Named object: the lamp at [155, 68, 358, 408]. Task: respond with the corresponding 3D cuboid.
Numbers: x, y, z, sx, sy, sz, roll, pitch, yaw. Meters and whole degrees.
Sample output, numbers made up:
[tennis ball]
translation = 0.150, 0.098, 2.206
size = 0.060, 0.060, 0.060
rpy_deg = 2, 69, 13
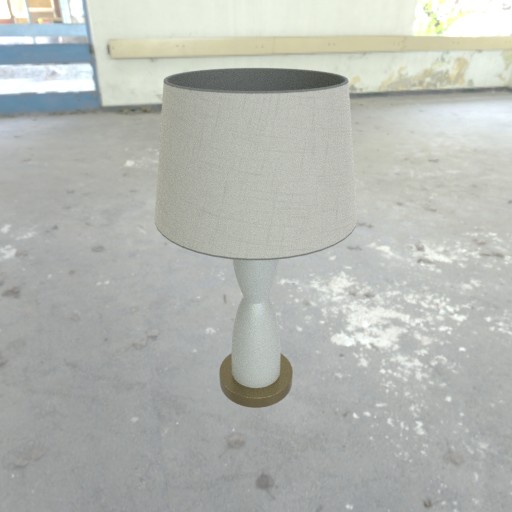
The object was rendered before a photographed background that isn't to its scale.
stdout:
[lamp]
translation = 0.000, 0.000, 0.725
size = 0.309, 0.545, 0.309
rpy_deg = 0, 29, 0
